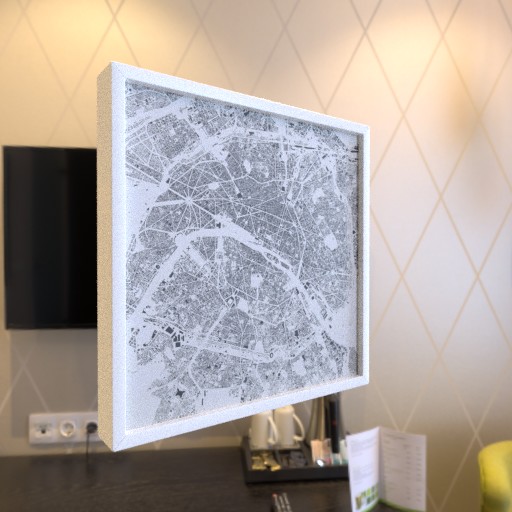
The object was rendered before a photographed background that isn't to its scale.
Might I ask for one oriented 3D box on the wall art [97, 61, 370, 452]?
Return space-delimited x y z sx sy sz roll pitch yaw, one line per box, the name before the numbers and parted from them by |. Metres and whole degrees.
wall art | 0.000 0.000 0.448 0.305 0.305 0.038 0 1 -36
